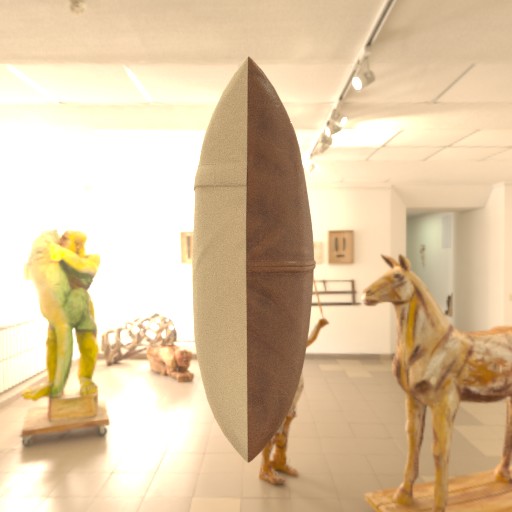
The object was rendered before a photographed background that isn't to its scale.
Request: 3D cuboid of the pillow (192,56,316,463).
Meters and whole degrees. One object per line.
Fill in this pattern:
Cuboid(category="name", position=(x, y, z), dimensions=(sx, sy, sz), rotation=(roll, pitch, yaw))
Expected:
Cuboid(category="pillow", position=(0.000, 0.000, 0.731), dimensions=(0.192, 0.470, 0.484), rotation=(0, 1, 0))
